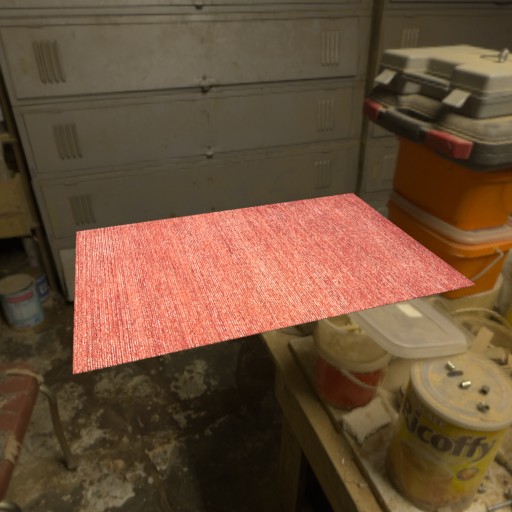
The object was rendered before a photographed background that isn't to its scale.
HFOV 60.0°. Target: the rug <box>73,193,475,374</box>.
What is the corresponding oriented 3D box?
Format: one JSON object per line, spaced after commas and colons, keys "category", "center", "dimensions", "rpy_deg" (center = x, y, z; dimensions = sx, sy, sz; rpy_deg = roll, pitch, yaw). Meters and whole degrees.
{"category": "rug", "center": [0.000, 0.000, 2.262], "dimensions": [1.747, 0.011, 1.139], "rpy_deg": [-10, 32, -16]}
